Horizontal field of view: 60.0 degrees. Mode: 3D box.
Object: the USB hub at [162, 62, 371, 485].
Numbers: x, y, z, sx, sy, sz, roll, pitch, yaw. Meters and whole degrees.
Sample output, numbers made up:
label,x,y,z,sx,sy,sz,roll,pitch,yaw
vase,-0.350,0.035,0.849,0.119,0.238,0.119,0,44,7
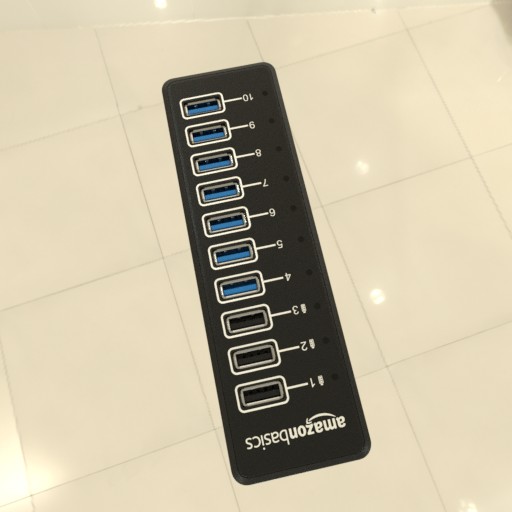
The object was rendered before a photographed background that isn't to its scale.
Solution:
label,x,y,z,sx,sy,sz,roll,pitch,yaw
USB hub,0.000,0.000,0.163,0.044,0.023,0.145,-12,76,-3
